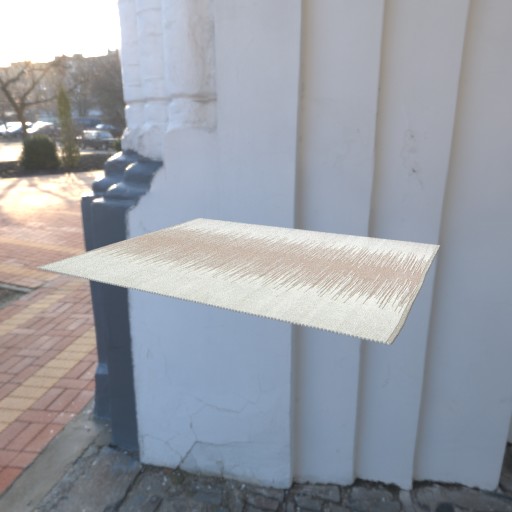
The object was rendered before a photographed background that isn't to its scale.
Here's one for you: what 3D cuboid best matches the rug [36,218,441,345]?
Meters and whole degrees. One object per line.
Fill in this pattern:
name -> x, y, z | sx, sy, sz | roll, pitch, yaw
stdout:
rug -> 0.000, 0.000, 4.210 | 3.048, 0.013, 2.438 | 8, 18, 27
